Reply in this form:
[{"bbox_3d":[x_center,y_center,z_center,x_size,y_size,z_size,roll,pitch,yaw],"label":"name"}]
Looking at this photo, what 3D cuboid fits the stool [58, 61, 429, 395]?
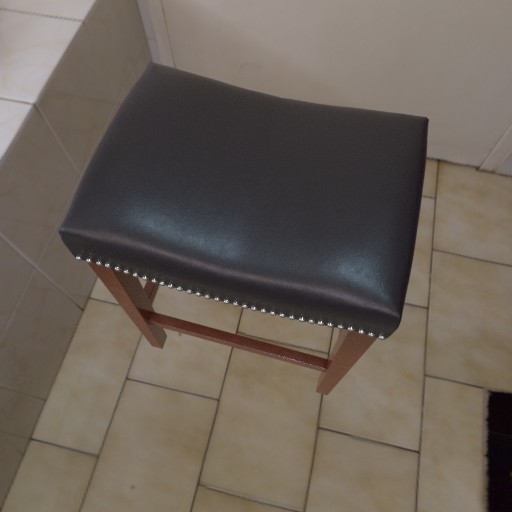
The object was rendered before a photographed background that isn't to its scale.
[{"bbox_3d":[0.000,0.000,0.944,0.504,0.654,0.372,14,65,7],"label":"stool"}]
